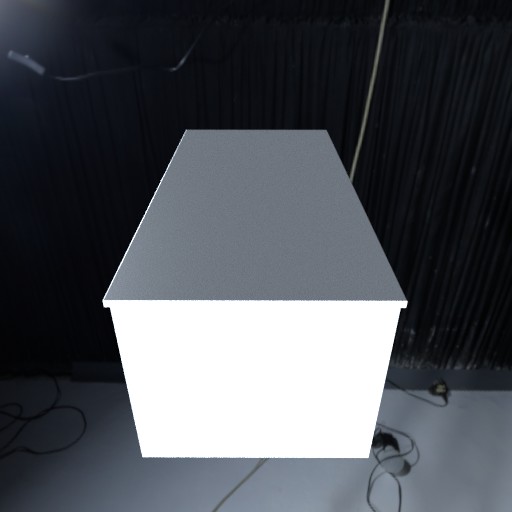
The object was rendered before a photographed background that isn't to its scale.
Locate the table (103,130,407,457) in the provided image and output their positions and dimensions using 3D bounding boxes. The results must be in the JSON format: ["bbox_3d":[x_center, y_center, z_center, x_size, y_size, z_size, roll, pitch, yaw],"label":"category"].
[{"bbox_3d":[0.000,0.000,1.267,0.500,0.441,1.000,0,32,0],"label":"table"}]
